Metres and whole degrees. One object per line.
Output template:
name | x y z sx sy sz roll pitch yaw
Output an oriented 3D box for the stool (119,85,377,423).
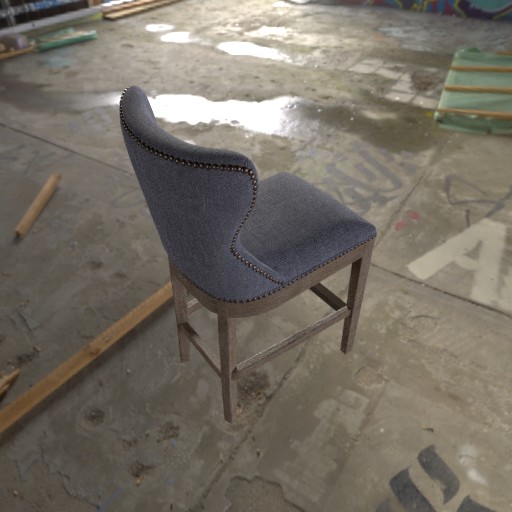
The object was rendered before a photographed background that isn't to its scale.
stool | 0.000 0.000 1.335 0.608 0.981 0.498 -26 47 -27
